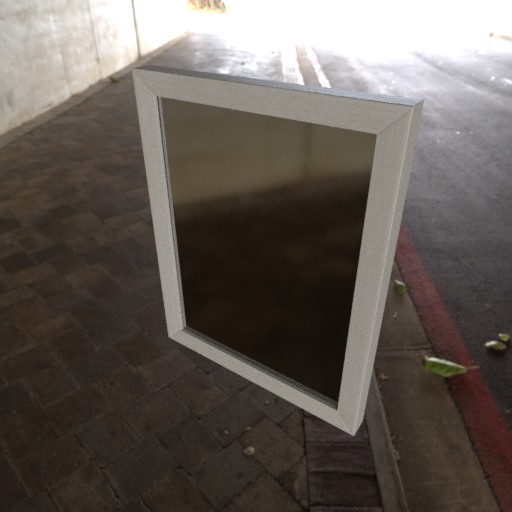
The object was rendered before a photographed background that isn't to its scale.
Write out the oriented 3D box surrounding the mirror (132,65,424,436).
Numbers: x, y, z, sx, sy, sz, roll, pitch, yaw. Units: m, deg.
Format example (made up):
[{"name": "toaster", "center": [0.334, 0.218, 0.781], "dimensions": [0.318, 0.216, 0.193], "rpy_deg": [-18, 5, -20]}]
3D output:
[{"name": "mirror", "center": [0.000, 0.000, 0.681], "dimensions": [0.405, 0.508, 0.041], "rpy_deg": [20, 37, 29]}]
